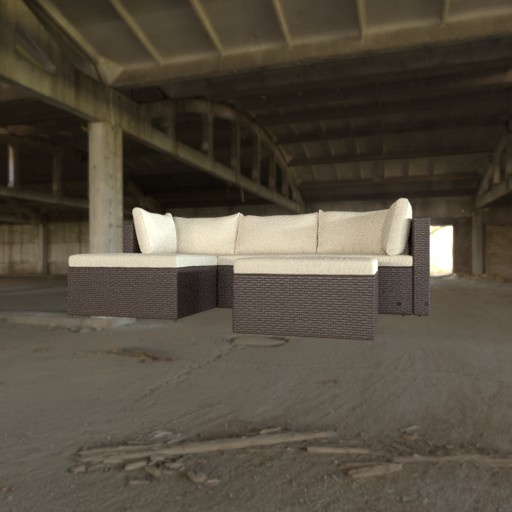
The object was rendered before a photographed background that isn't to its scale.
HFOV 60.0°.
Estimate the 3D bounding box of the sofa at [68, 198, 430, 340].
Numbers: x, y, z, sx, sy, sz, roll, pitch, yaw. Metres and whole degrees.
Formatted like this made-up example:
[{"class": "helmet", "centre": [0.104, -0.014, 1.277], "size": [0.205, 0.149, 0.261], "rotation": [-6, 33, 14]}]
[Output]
[{"class": "sofa", "centre": [0.000, 0.000, 2.963], "size": [2.192, 0.766, 1.612], "rotation": [0, 0, 17]}]
